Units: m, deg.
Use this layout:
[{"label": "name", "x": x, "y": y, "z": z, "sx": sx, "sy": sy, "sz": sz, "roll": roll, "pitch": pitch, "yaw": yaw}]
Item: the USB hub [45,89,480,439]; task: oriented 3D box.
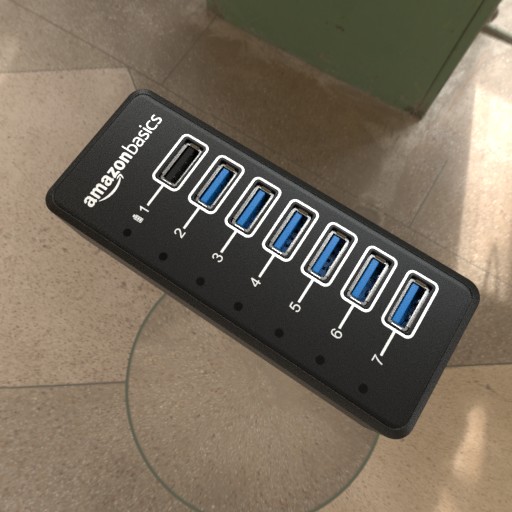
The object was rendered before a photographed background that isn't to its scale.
[{"label": "USB hub", "x": 0.000, "y": 0.000, "z": 0.125, "sx": 0.110, "sy": 0.023, "sz": 0.044, "roll": 32, "pitch": 77, "yaw": 9}]
